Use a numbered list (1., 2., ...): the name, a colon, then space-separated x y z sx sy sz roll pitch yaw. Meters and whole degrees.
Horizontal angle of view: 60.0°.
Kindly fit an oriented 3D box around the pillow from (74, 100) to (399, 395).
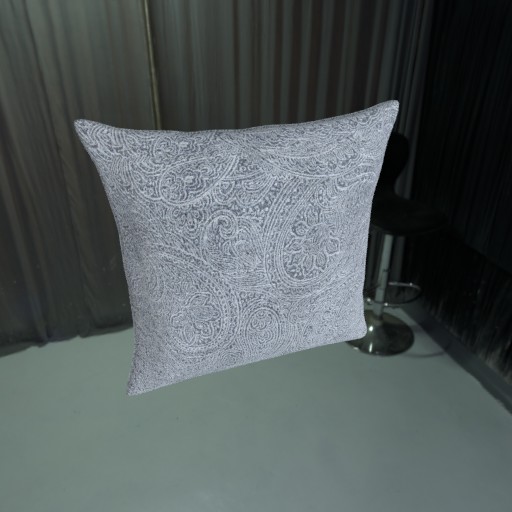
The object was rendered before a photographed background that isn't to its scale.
1. pillow: 0.000 0.000 0.794 0.523 0.510 0.166 -9 29 -17
